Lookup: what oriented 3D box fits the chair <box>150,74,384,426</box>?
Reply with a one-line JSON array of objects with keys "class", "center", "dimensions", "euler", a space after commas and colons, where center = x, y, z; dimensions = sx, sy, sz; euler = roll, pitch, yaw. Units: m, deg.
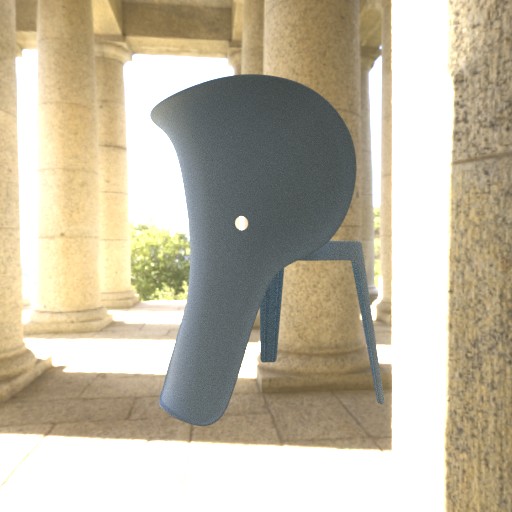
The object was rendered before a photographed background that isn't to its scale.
[{"class": "chair", "center": [0.000, 0.000, 0.887], "dimensions": [0.402, 0.554, 0.451], "euler": [-1, 1, -35]}]
